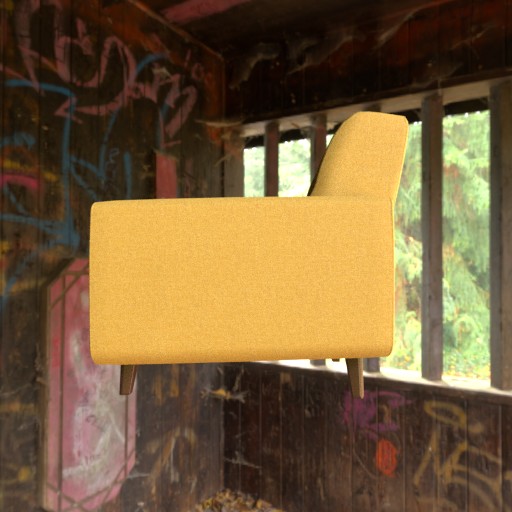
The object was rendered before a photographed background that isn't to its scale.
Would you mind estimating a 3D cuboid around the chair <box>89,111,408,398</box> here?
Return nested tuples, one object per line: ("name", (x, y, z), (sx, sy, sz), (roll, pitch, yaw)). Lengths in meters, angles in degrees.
("chair", (0.000, 0.000, 1.571), (0.909, 0.841, 0.831), (0, -1, 3))
